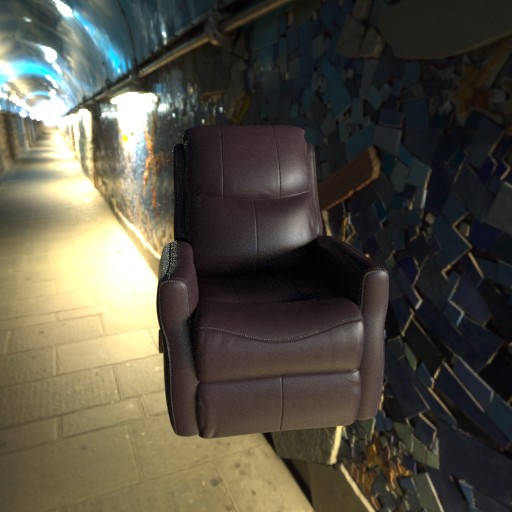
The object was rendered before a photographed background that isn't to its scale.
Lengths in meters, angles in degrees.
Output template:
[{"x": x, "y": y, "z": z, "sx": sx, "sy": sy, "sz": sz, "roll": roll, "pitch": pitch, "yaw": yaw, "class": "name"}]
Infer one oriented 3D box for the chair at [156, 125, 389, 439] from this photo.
[{"x": 0.000, "y": 0.000, "z": 1.835, "sx": 0.829, "sy": 1.030, "sz": 1.080, "roll": -2, "pitch": 17, "yaw": -8, "class": "chair"}]
